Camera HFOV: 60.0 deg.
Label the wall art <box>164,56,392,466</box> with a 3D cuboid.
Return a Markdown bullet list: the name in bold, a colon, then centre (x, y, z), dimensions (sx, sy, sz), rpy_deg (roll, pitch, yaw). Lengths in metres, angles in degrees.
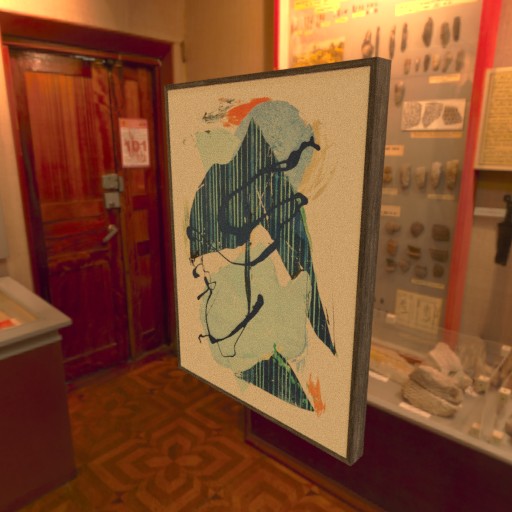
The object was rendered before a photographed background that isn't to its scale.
- **wall art**: centre (0.000, 0.000, 1.334), dimensions (0.762, 1.016, 0.063), rpy_deg (14, 20, 42)
